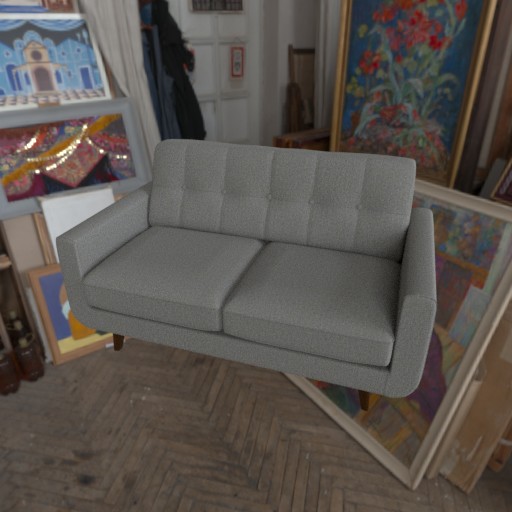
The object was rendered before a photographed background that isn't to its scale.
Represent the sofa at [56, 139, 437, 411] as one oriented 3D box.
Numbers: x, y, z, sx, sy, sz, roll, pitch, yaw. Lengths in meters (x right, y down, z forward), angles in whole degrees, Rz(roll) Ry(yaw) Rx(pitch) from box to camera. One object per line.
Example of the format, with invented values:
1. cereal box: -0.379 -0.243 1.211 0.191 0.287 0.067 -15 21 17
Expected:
1. sofa: 0.000 0.000 2.235 1.651 0.925 0.952 9 29 16
